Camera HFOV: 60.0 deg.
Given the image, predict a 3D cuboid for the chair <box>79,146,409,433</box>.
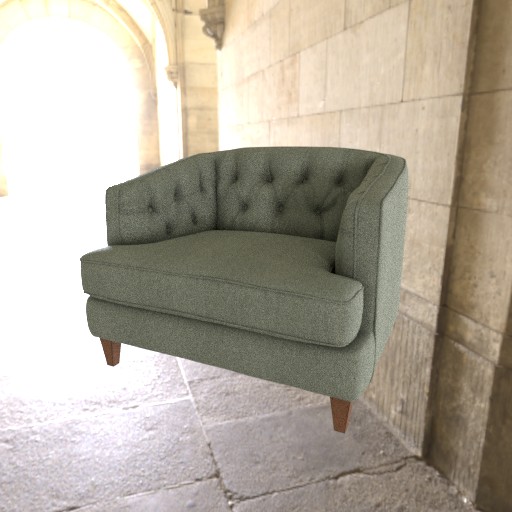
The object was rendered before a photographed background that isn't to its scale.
[{"bbox_3d":[0.000,0.000,1.792,1.094,0.852,0.945,7,16,25],"label":"chair"}]
